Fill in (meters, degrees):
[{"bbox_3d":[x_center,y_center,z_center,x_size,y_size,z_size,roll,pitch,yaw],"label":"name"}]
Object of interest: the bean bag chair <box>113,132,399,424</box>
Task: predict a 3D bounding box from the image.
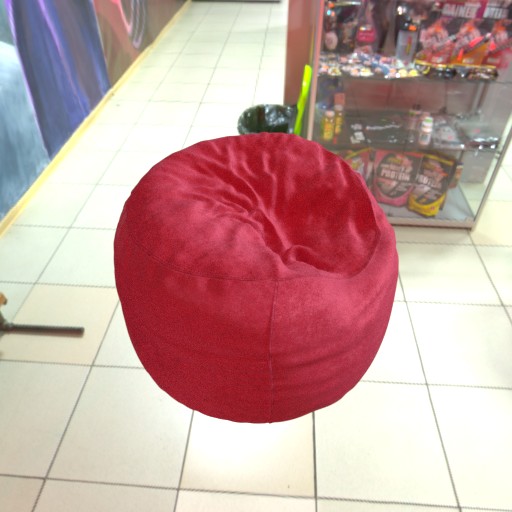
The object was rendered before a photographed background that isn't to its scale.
[{"bbox_3d":[0.000,0.000,1.945,1.218,0.788,1.218,0,41,0],"label":"bean bag chair"}]
